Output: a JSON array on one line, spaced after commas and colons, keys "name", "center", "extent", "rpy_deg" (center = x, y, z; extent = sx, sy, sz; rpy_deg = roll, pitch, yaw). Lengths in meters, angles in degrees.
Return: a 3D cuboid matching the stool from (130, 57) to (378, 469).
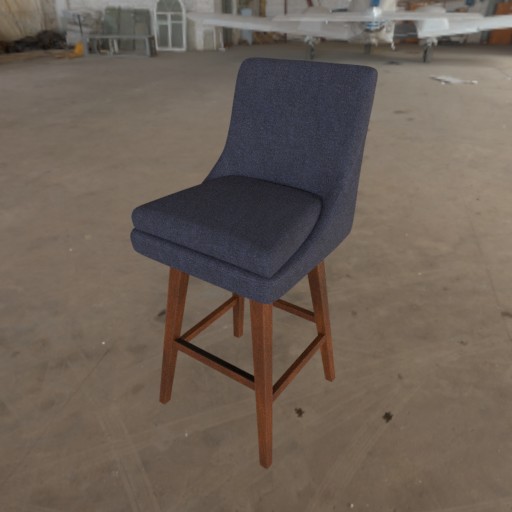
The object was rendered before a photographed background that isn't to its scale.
[{"name": "stool", "center": [0.000, 0.000, 1.371], "extent": [0.489, 1.068, 0.572], "rpy_deg": [19, 35, 30]}]
